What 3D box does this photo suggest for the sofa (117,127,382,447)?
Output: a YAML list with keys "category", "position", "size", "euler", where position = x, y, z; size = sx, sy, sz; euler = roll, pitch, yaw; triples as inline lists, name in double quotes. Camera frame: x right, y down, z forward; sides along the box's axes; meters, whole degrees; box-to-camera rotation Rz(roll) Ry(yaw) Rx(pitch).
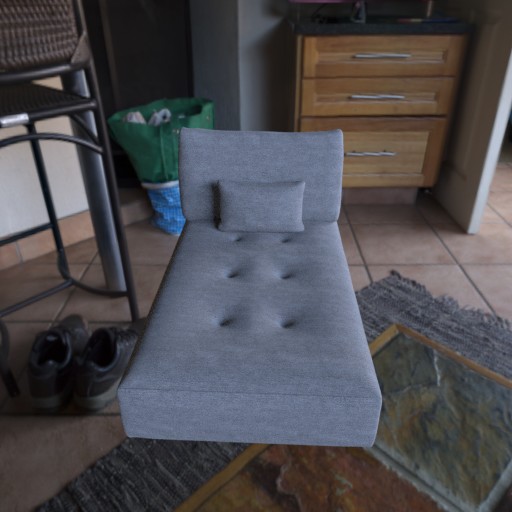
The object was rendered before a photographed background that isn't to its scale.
- category: "sofa"
  position: [0.000, 0.000, 2.033]
  size: [0.930, 0.820, 1.450]
  euler: [1, 30, 2]
